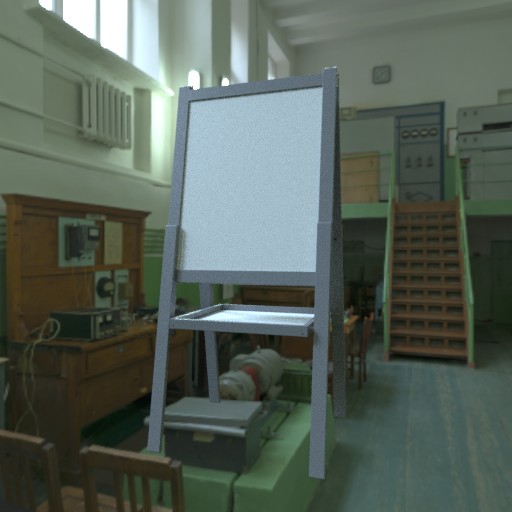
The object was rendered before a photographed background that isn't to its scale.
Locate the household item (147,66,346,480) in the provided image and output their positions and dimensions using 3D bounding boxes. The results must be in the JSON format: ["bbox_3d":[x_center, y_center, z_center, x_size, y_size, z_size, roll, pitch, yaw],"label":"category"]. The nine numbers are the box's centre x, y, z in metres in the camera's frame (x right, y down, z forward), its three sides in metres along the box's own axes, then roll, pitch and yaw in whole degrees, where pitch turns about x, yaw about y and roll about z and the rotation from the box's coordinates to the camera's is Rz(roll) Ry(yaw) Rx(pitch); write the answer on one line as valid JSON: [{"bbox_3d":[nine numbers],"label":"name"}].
[{"bbox_3d":[0.000,0.000,1.461,0.531,1.172,0.469,0,1,18],"label":"household item"}]
